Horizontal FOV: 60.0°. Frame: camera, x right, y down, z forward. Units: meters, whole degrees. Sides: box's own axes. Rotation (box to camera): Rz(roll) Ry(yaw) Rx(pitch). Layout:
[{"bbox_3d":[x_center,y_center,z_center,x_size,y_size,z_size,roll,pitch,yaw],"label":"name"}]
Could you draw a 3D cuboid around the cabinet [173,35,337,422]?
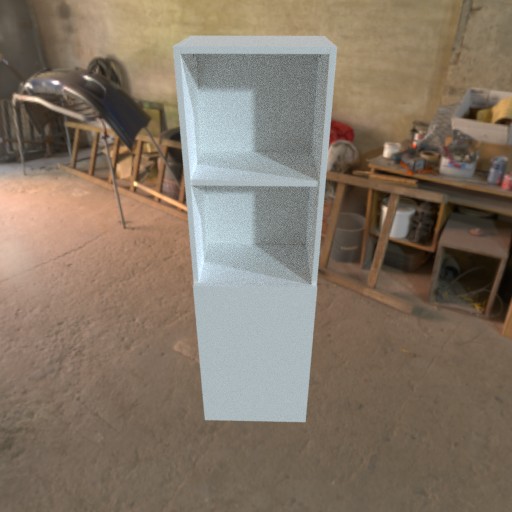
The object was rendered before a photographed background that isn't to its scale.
[{"bbox_3d":[0.000,0.000,1.540,0.400,1.350,0.300,1,31,1],"label":"cabinet"}]
